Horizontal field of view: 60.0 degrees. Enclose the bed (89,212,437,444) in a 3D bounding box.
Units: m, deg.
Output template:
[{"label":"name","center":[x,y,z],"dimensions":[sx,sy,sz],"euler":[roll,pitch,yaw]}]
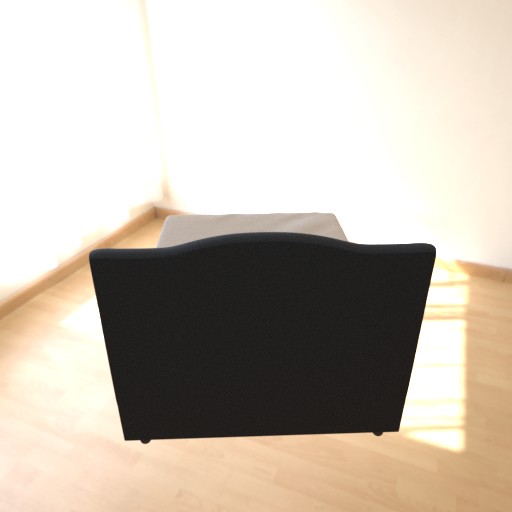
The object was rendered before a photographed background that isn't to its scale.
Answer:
[{"label":"bed","center":[0.000,0.000,3.431],"dimensions":[1.821,1.436,2.282],"euler":[-1,29,-2]}]
